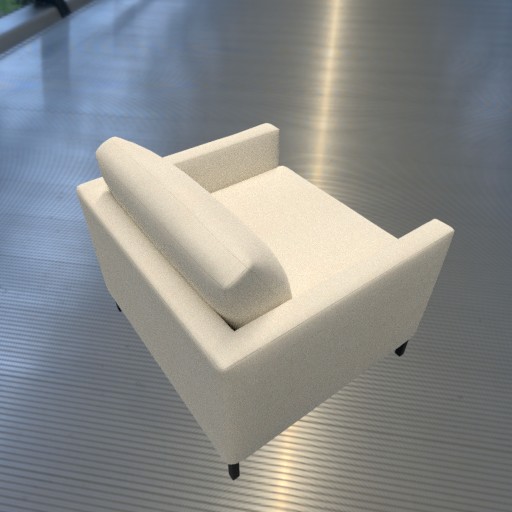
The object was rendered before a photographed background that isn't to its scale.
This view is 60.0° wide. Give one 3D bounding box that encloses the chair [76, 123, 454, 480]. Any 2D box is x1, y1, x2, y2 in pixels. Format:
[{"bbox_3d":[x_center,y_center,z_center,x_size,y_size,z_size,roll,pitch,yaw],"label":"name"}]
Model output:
[{"bbox_3d":[0.000,0.000,1.580,0.875,0.806,0.964,-26,47,-27],"label":"chair"}]
